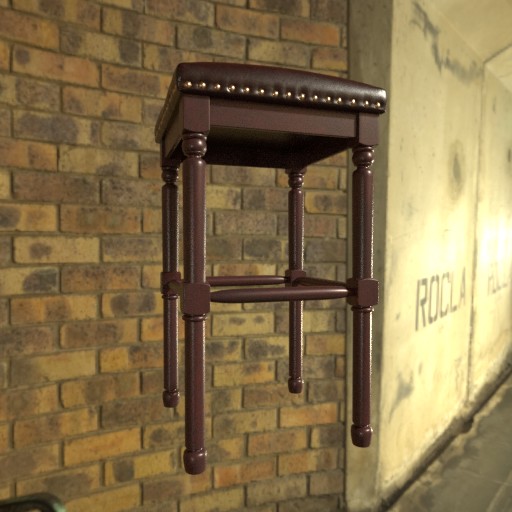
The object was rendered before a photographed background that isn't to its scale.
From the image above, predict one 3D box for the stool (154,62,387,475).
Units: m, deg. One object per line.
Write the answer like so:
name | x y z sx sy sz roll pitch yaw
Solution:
stool | 0.000 0.000 0.927 0.383 0.702 0.382 0 1 -18
